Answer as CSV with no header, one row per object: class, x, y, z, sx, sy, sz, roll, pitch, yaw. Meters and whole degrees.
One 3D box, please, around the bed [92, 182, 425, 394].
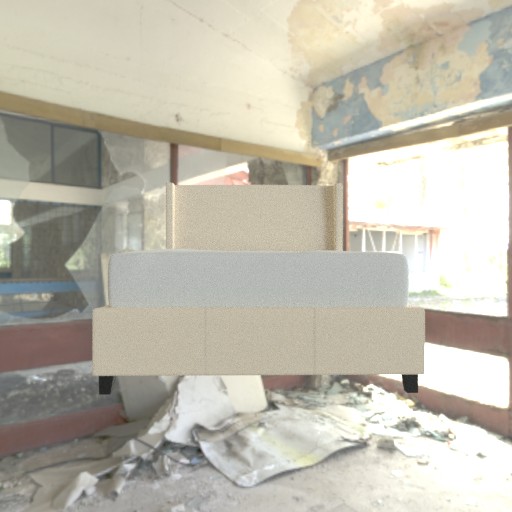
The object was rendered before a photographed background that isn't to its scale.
bed,0.000,0.000,3.472,1.765,1.471,2.280,0,0,-1
